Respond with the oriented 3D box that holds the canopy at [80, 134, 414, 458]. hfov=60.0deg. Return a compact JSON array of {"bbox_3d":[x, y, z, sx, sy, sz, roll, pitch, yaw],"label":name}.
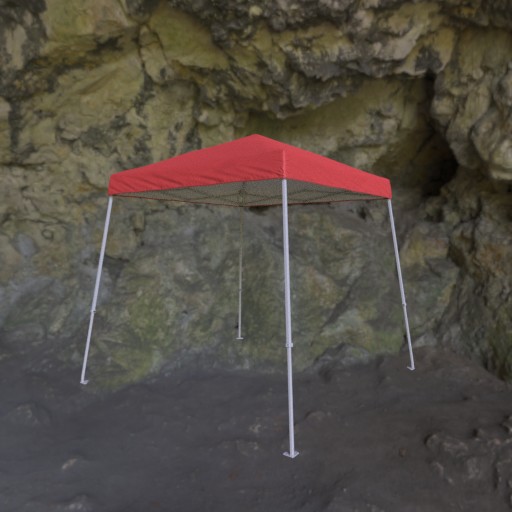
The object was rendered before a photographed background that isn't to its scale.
[{"bbox_3d":[0.000,0.000,5.237,2.849,2.849,2.848,2,3,37],"label":"canopy"}]
